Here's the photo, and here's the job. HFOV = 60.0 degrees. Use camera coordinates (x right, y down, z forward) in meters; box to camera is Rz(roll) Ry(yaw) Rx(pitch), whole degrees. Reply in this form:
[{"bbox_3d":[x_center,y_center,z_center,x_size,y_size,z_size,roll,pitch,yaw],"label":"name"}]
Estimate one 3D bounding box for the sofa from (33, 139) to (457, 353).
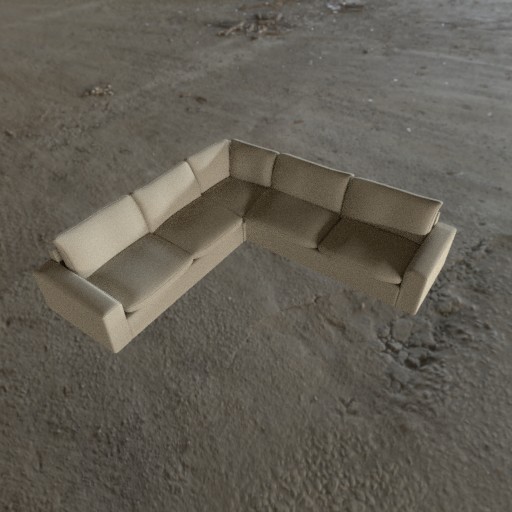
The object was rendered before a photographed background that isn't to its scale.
[{"bbox_3d":[0.000,0.000,4.639,3.206,0.918,3.066,25,47,25],"label":"sofa"}]
